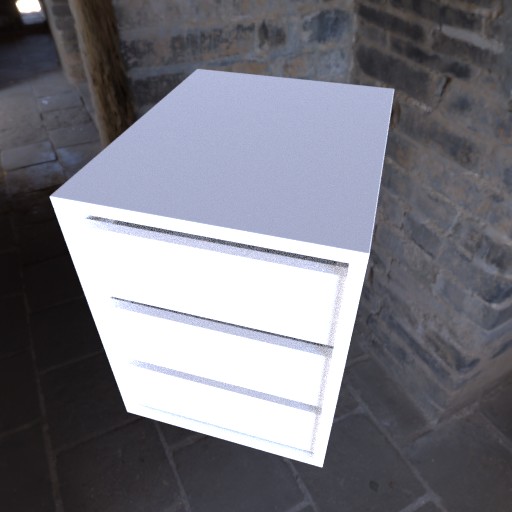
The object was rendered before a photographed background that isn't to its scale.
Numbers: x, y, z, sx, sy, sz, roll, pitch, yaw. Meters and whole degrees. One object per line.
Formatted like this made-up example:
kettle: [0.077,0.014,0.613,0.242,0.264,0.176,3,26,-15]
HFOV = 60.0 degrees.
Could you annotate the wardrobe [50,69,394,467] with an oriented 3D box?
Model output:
wardrobe: [0.000,0.000,0.870,0.400,0.520,0.500,11,42,12]
